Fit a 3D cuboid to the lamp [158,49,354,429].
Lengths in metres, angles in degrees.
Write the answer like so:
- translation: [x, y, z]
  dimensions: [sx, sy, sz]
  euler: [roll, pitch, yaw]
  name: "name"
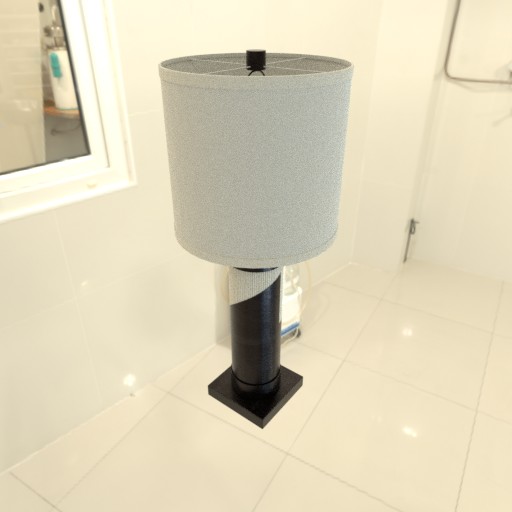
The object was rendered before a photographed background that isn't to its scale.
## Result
- translation: [0.000, 0.000, 0.603]
  dimensions: [0.211, 0.509, 0.211]
  euler: [21, 36, 32]
  name: "lamp"
